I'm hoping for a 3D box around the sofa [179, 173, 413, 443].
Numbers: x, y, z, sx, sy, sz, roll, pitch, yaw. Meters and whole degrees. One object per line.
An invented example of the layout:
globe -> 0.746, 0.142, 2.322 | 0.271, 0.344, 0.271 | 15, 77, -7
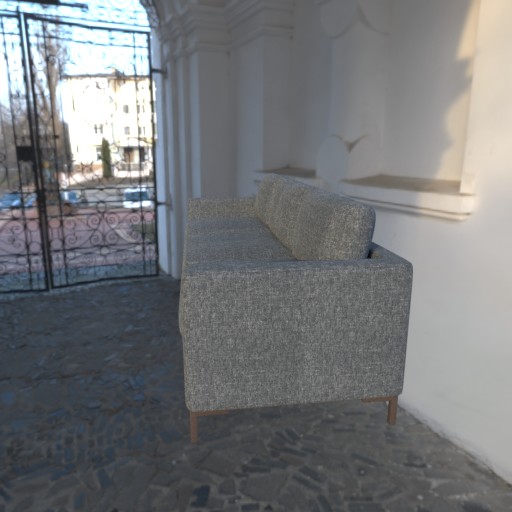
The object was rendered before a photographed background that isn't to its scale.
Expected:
sofa -> 0.000, 0.000, 2.649 | 0.859, 0.874, 2.218 | -2, 14, -8
